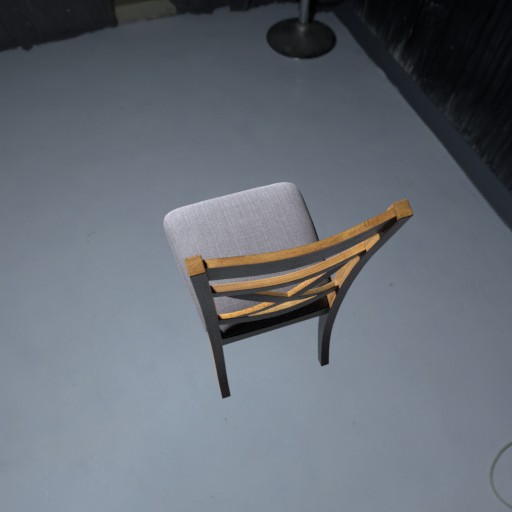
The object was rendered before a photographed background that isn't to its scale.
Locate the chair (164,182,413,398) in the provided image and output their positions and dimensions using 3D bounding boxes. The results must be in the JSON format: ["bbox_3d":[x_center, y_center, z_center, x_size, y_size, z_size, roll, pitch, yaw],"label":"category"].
[{"bbox_3d":[0.000,0.000,1.287,0.470,0.949,0.581,-15,60,-9],"label":"chair"}]
